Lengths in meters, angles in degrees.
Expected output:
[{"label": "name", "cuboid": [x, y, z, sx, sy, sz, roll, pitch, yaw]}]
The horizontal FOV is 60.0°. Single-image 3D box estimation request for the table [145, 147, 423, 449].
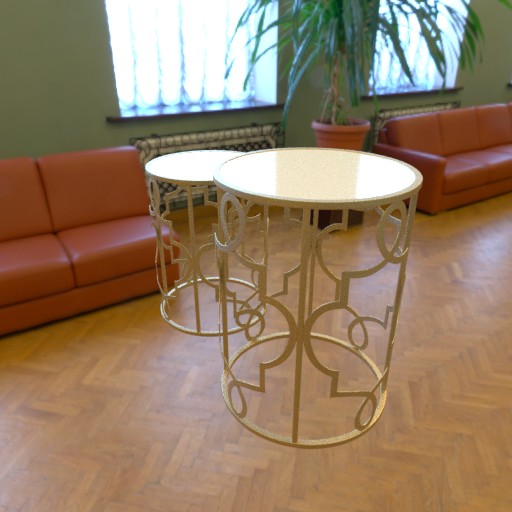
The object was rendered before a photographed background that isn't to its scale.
[{"label": "table", "cuboid": [0.000, 0.000, 1.191, 0.420, 0.564, 0.846, -17, 30, -31]}]
